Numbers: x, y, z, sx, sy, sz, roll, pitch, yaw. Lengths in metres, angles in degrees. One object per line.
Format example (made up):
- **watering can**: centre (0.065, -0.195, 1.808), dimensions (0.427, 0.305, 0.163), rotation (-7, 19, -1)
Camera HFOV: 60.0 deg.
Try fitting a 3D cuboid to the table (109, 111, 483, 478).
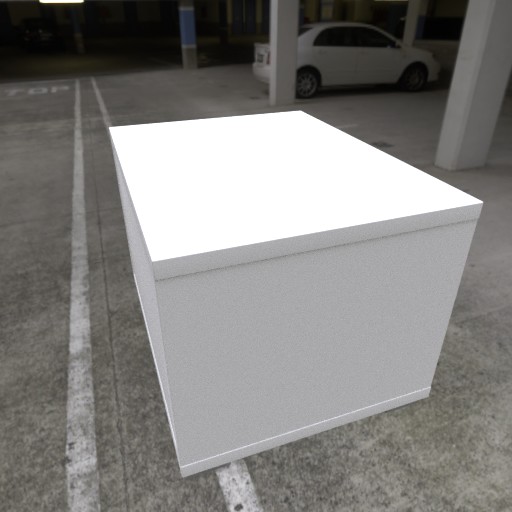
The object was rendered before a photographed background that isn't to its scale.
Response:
- **table**: centre (0.000, 0.000, 0.776), dimensions (0.399, 0.357, 0.517), rotation (-11, 32, -17)
